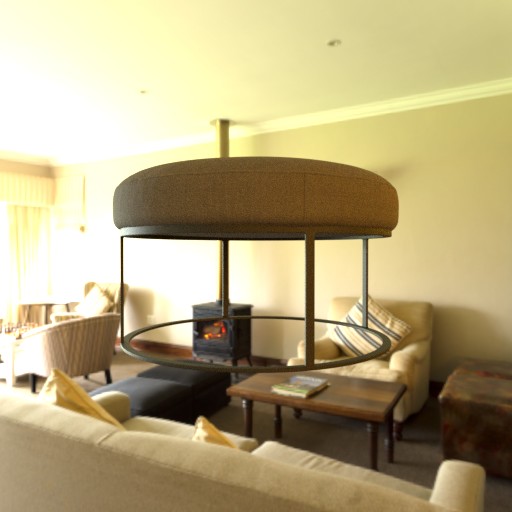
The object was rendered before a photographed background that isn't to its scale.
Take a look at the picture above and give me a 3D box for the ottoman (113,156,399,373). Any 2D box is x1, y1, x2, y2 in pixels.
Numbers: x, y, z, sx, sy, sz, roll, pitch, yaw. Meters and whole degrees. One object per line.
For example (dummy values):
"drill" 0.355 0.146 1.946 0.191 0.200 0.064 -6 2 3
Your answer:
"ottoman" 0.000 0.000 1.248 0.772 0.460 0.772 0 1 0
